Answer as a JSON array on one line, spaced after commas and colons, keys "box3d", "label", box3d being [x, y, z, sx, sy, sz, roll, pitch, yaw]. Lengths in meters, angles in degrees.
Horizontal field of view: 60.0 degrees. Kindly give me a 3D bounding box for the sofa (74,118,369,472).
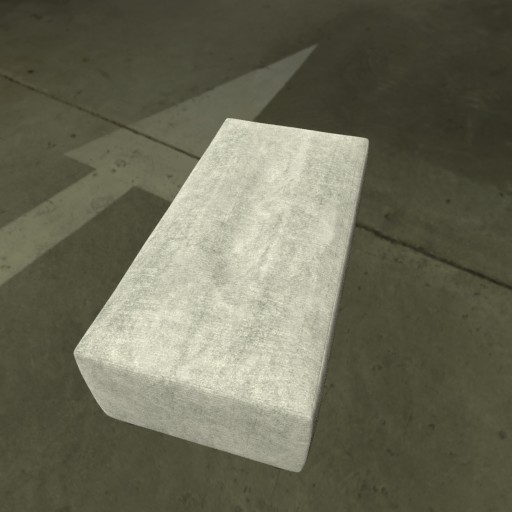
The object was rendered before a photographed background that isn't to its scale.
[{"box3d": [0.000, 0.000, 1.178, 0.480, 0.330, 0.930, 12, 47, 11], "label": "sofa"}]
